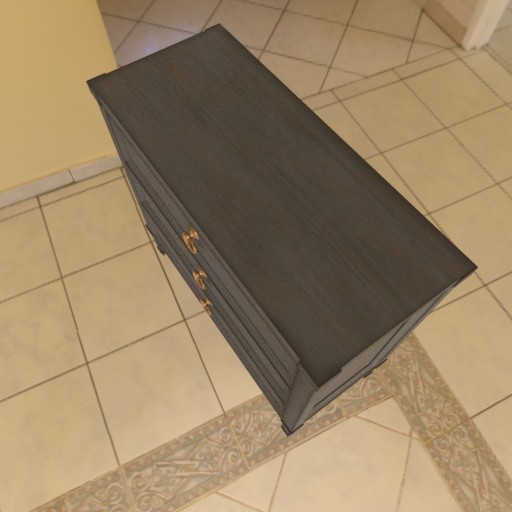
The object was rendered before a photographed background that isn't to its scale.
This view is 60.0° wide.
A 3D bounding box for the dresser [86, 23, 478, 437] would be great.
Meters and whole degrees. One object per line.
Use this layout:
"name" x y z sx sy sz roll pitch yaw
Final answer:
"dresser" 0.000 0.000 1.552 0.463 0.986 1.049 -32 66 -16
